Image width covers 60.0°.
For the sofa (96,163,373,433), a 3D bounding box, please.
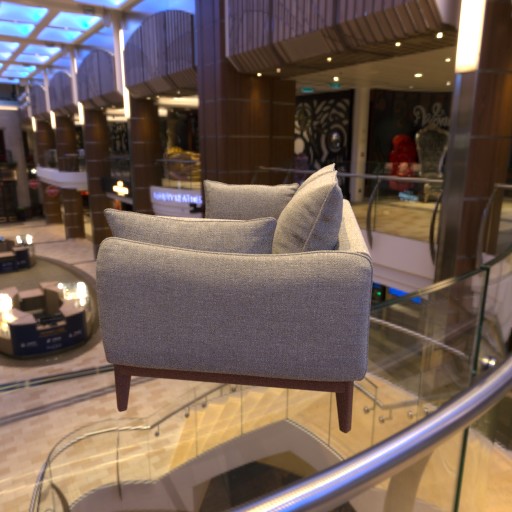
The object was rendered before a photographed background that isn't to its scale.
[{"bbox_3d":[0.000,0.000,2.184,0.972,0.851,1.580,2,14,9],"label":"sofa"}]
